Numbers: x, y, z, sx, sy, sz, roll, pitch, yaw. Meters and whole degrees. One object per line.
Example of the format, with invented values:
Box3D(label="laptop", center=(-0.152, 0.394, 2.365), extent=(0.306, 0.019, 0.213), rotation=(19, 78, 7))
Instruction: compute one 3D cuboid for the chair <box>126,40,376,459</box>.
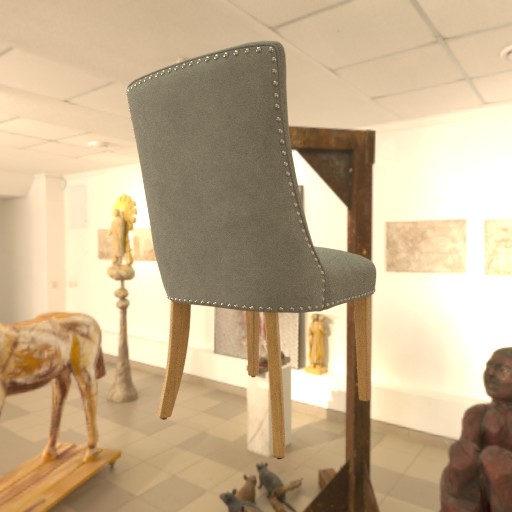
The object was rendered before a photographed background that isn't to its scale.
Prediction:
Box3D(label="chair", center=(0.000, 0.000, 1.242), extent=(0.495, 0.902, 0.610), rotation=(1, 2, 36))
